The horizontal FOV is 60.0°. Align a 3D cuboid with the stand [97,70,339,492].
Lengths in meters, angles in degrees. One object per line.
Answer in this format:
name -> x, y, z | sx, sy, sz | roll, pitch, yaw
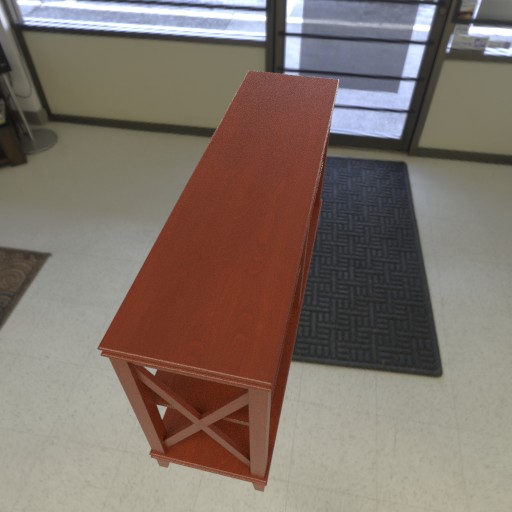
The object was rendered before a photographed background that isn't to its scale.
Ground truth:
stand -> 0.000, 0.000, 1.649 | 0.381, 0.762, 1.372 | 9, 48, 9
